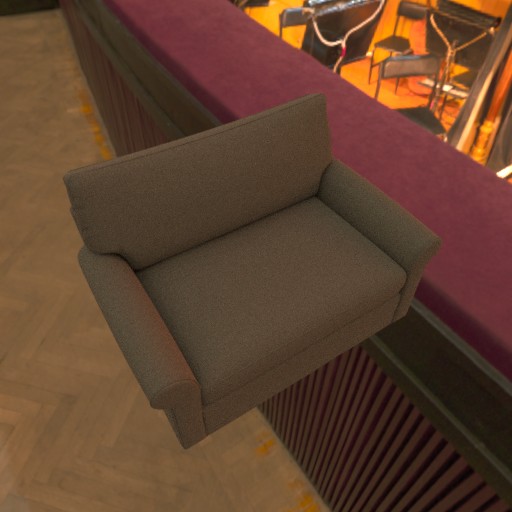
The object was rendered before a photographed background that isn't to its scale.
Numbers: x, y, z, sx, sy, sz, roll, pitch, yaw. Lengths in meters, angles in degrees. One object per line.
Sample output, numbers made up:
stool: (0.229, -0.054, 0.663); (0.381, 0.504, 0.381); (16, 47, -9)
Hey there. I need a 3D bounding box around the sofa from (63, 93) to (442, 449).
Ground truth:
sofa: (0.000, 0.000, 2.032); (1.410, 0.953, 0.940); (-25, 51, -22)
